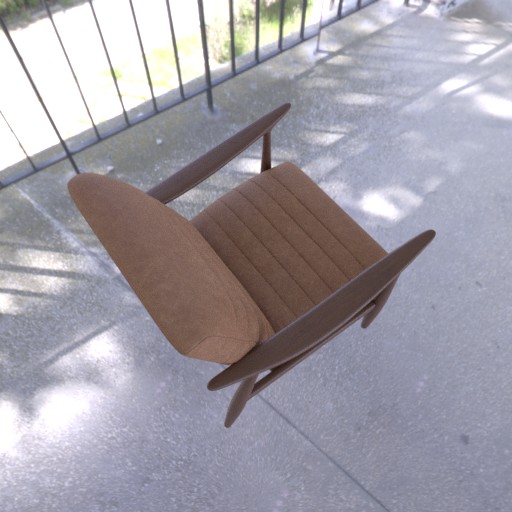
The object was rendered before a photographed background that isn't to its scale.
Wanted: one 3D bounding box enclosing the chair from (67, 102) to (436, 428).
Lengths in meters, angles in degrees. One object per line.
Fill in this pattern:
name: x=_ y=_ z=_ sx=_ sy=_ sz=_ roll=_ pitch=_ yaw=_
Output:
chair: x=0.000 y=0.000 z=1.457 sx=0.798 sy=0.832 sz=0.741 roll=-33 pitch=65 yaw=-17
